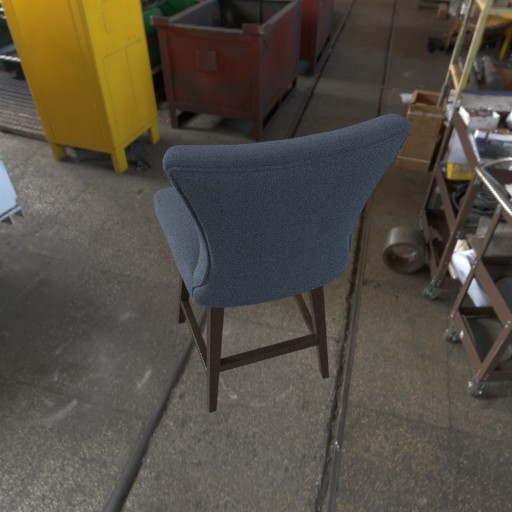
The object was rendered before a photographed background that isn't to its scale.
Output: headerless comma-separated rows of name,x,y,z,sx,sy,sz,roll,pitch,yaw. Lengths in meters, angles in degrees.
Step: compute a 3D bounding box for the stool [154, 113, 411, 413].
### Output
stool,0.000,0.000,1.331,0.514,1.000,0.574,-12,43,-14
